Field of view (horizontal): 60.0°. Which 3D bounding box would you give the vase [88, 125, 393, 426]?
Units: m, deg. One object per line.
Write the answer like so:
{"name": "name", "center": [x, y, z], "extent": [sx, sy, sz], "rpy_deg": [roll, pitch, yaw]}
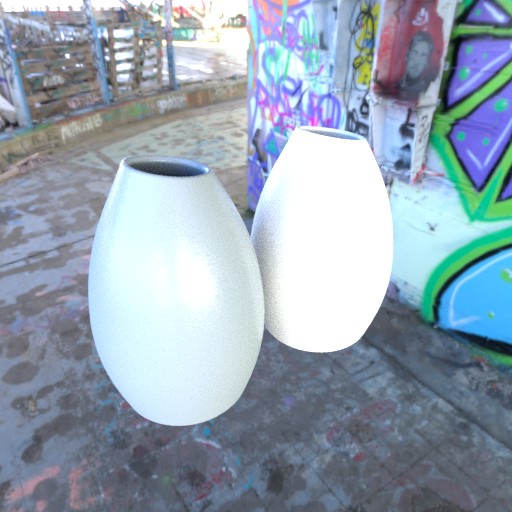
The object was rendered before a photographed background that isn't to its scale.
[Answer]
{"name": "vase", "center": [0.000, 0.000, 0.250], "extent": [0.187, 0.131, 0.089], "rpy_deg": [-19, 35, -29]}
